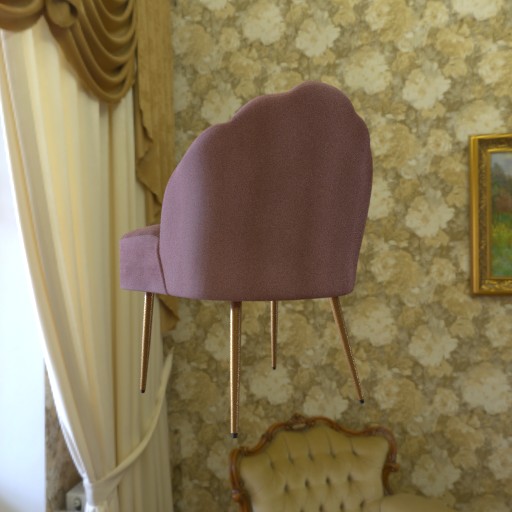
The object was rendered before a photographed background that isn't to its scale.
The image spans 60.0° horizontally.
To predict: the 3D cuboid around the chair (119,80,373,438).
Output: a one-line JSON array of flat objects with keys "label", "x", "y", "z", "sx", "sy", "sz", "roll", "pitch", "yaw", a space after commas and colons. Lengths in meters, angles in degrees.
[{"label": "chair", "x": 0.000, "y": 0.000, "z": 1.286, "sx": 0.657, "sy": 0.819, "sz": 0.599, "roll": 1, "pitch": -1, "yaw": -35}]
